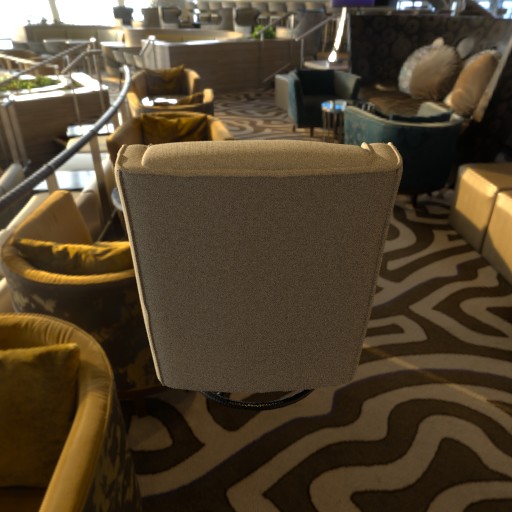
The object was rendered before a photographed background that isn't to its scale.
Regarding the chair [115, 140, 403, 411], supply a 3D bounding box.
[{"bbox_3d":[0.000,0.000,1.576,0.732,0.993,0.879,-1,30,-1],"label":"chair"}]
